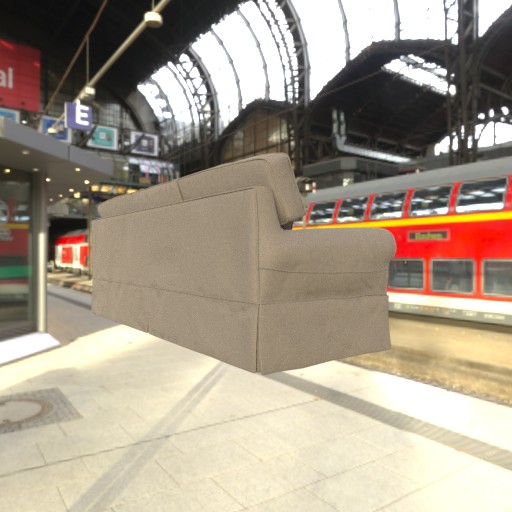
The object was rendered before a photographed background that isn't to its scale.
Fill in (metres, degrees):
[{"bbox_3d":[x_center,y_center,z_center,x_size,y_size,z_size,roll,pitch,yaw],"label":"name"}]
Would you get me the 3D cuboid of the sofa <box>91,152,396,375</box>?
[{"bbox_3d":[0.000,0.000,3.292,1.733,0.978,2.475,0,0,-36],"label":"sofa"}]
